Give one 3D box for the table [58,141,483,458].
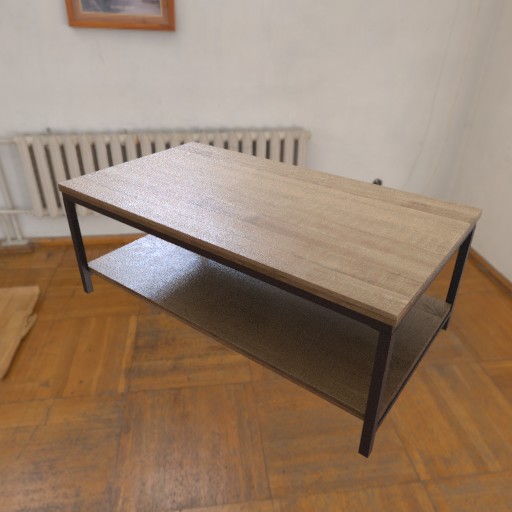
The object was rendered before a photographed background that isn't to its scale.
[{"bbox_3d":[0.000,0.000,1.345,1.062,0.393,0.574,21,36,32],"label":"table"}]
